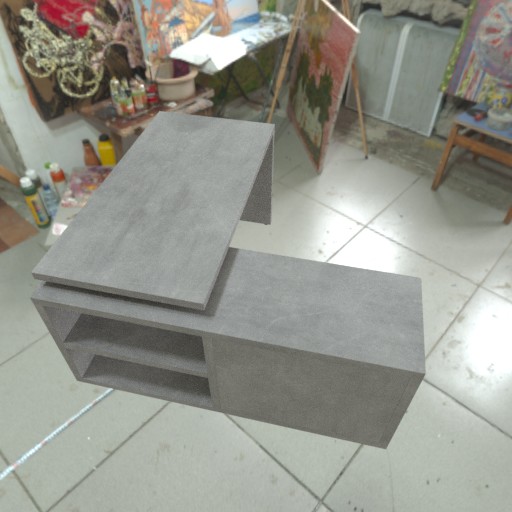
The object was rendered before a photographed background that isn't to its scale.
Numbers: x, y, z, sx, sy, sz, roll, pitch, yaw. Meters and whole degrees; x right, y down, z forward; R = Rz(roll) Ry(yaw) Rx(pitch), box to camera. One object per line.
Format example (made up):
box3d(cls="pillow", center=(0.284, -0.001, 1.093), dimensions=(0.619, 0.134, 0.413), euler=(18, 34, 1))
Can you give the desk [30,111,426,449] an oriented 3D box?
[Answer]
box3d(cls="desk", center=(0.000, 0.000, 2.304), dimensions=(1.500, 0.740, 1.400), euler=(9, 46, 9))
